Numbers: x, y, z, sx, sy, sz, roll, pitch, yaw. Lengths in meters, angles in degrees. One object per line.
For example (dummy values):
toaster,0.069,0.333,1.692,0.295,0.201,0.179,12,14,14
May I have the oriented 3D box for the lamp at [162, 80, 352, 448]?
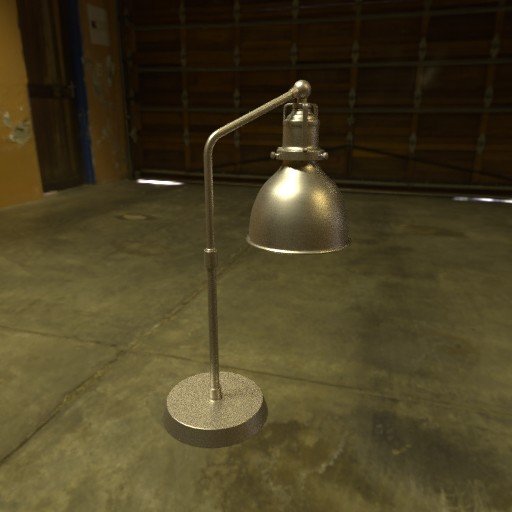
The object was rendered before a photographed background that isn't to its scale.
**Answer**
lamp,0.000,0.000,0.610,0.286,0.456,0.153,-9,19,-26
